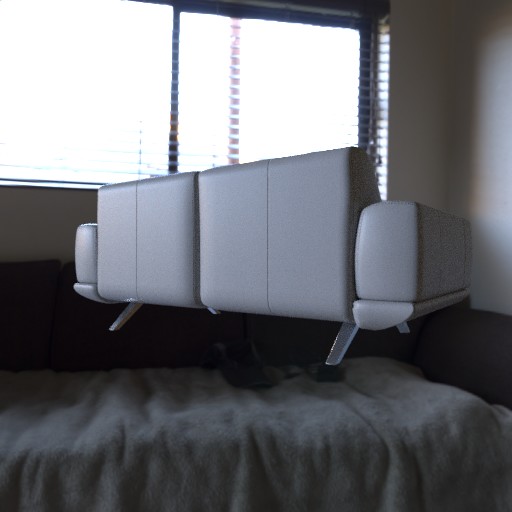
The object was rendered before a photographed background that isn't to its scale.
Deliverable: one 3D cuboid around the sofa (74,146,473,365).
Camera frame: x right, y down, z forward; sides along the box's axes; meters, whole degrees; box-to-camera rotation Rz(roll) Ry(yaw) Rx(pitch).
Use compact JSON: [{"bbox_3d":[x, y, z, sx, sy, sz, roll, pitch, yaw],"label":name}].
[{"bbox_3d":[0.000,0.000,2.282,1.901,0.772,0.900,0,0,36],"label":"sofa"}]
